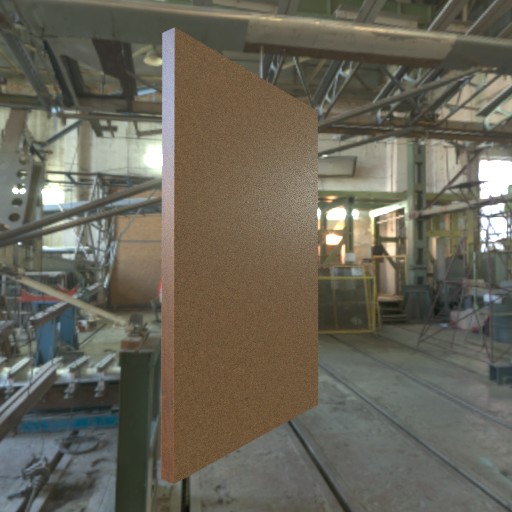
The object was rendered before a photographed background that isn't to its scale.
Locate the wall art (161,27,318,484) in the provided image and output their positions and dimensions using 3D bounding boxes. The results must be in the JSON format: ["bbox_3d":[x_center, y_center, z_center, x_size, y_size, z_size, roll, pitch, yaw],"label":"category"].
[{"bbox_3d":[0.000,0.000,1.143,0.037,0.914,0.610,-1,-1,36],"label":"wall art"}]
